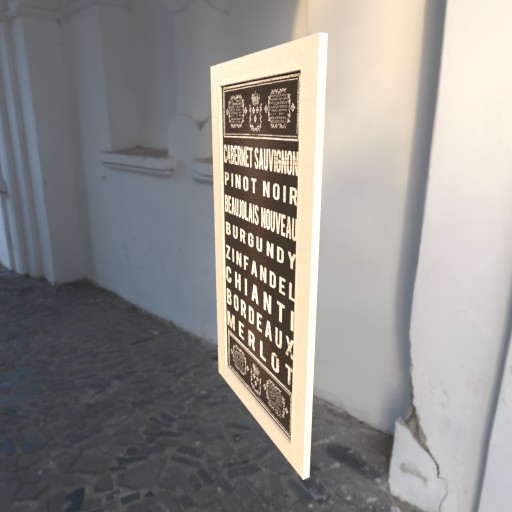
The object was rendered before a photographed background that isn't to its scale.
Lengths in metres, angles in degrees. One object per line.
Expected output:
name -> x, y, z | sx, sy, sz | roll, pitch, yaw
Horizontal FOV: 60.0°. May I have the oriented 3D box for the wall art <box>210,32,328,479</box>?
wall art -> 0.000, 0.000, 0.814 | 0.013, 0.683, 0.380 | -8, 18, -25
